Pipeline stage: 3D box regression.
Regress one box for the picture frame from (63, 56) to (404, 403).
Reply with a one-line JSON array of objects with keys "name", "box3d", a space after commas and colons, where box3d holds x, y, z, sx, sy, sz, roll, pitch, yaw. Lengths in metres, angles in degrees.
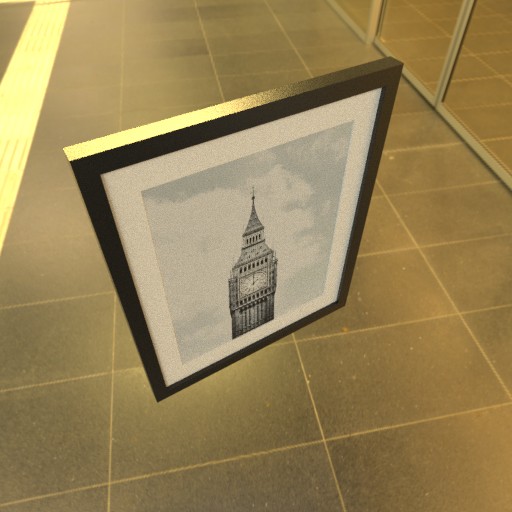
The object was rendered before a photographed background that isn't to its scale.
[{"name": "picture frame", "box3d": [0.000, 0.000, 0.745, 0.460, 0.556, 0.028, -23, 51, -20]}]
